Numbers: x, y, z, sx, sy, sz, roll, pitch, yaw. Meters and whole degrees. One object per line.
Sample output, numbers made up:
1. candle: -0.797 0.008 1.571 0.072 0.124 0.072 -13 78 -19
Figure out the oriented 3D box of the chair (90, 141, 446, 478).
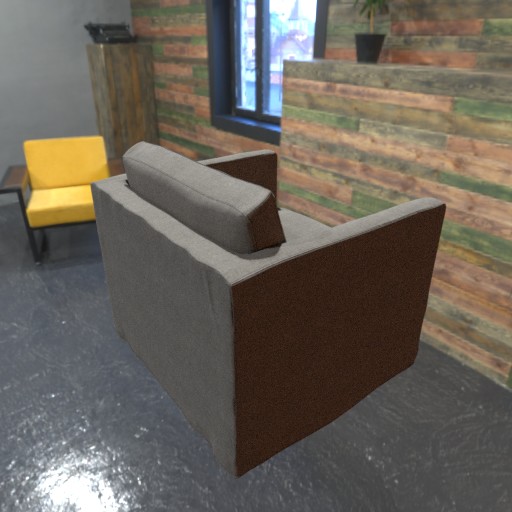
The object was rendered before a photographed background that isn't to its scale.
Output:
1. chair: 0.000 0.000 1.784 0.949 0.863 1.057 -18 32 -33
